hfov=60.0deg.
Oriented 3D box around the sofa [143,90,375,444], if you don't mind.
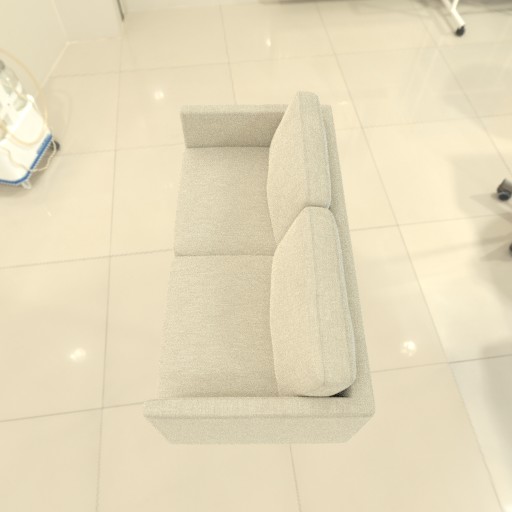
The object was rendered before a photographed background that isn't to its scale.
[{"bbox_3d":[0.000,0.000,2.445,0.950,0.963,1.838,0,58,0],"label":"sofa"}]
